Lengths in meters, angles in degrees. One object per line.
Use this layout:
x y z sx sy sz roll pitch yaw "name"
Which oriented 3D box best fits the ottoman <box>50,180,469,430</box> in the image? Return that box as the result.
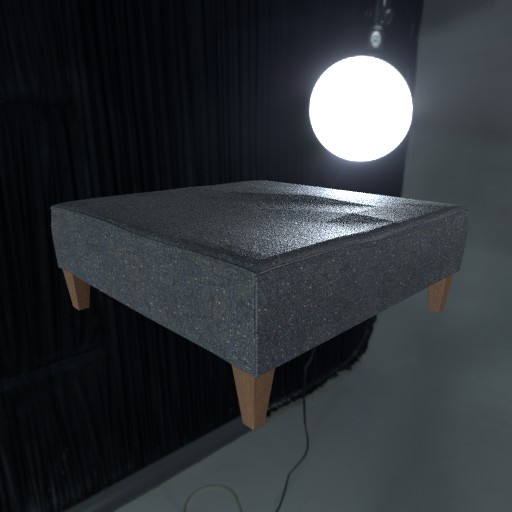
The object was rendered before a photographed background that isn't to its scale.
0.000 0.000 1.498 0.968 0.382 1.004 -15 22 -42 "ottoman"
